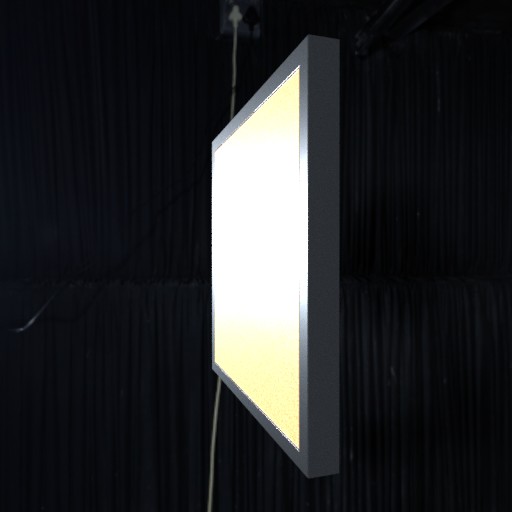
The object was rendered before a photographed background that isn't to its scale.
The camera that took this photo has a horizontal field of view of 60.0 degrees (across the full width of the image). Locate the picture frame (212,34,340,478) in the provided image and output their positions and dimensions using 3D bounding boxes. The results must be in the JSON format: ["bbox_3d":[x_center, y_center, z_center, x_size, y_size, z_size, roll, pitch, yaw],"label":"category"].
[{"bbox_3d":[0.000,0.000,0.525,0.029,0.353,0.355,0,0,-18],"label":"picture frame"}]
